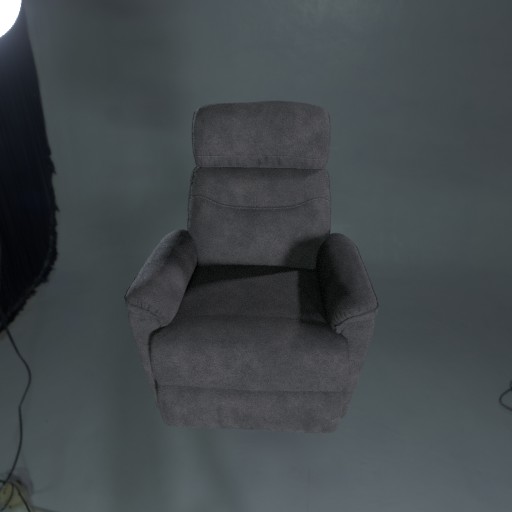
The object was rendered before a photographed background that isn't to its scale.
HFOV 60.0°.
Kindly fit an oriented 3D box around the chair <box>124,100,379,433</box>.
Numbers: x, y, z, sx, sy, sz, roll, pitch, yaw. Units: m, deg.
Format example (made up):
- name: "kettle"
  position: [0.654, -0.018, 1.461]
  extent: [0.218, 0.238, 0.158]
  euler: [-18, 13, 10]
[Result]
- name: "chair"
  position: [0.000, 0.000, 1.786]
  extent: [0.830, 1.035, 1.009]
  euler: [2, 31, 3]
